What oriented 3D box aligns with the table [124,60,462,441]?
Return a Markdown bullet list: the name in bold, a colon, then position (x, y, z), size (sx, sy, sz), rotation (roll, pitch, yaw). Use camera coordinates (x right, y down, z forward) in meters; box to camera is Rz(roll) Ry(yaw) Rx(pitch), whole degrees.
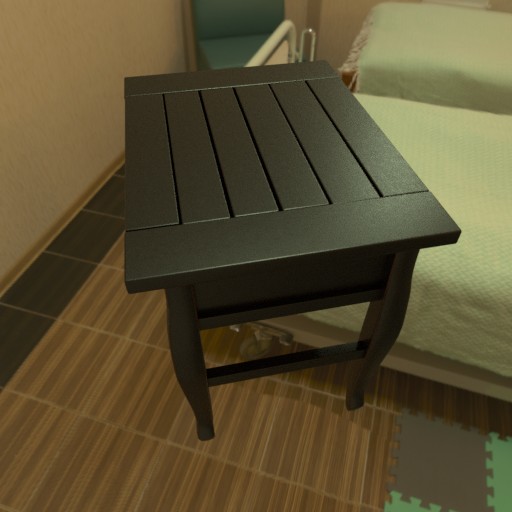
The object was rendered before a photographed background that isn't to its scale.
- **table**: position (0.000, 0.000, 1.002), size (0.460, 0.604, 0.602), rotation (-8, 46, -8)
